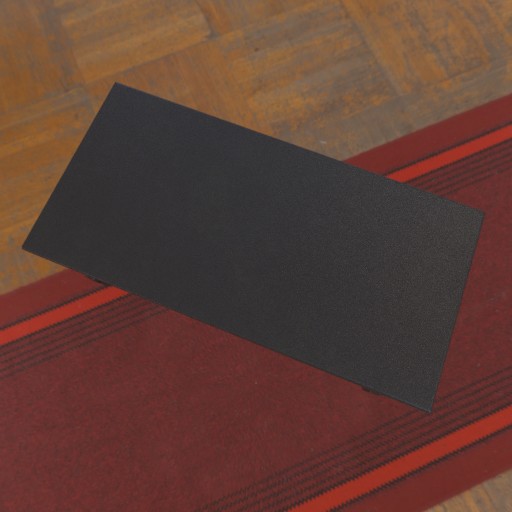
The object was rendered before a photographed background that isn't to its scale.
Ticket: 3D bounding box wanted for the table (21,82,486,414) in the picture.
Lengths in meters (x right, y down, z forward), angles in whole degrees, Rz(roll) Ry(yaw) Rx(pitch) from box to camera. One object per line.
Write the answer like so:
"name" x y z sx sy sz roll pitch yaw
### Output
"table" 0.000 0.000 1.415 1.107 0.510 0.550 21 75 6
